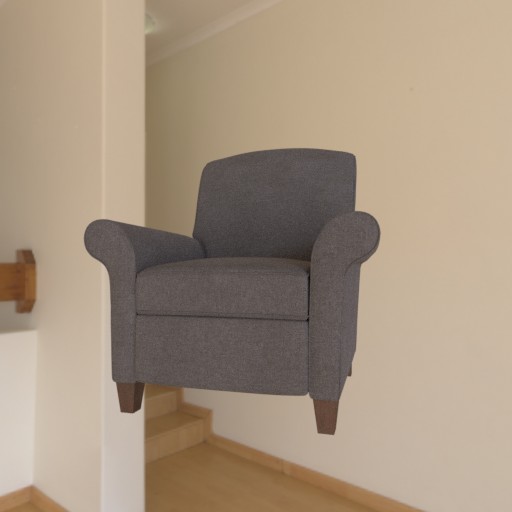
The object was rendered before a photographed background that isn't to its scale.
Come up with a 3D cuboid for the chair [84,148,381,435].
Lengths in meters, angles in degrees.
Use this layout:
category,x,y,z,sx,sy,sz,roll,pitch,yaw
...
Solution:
category,x,y,z,sx,sy,sz,roll,pitch,yaw
chair,0.000,0.000,1.793,0.978,1.061,0.905,0,-1,16
